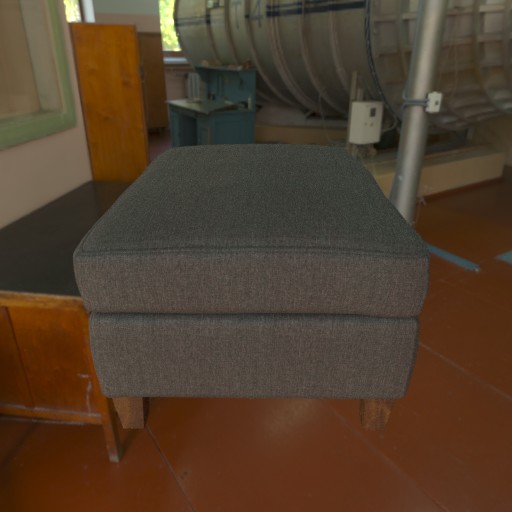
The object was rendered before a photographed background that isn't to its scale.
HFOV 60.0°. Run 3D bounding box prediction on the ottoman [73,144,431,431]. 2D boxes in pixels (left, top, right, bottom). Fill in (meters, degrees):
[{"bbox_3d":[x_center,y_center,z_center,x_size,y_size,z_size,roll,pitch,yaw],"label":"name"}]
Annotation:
[{"bbox_3d":[0.000,0.000,1.181,0.639,0.496,0.826,0,25,1],"label":"ottoman"}]
